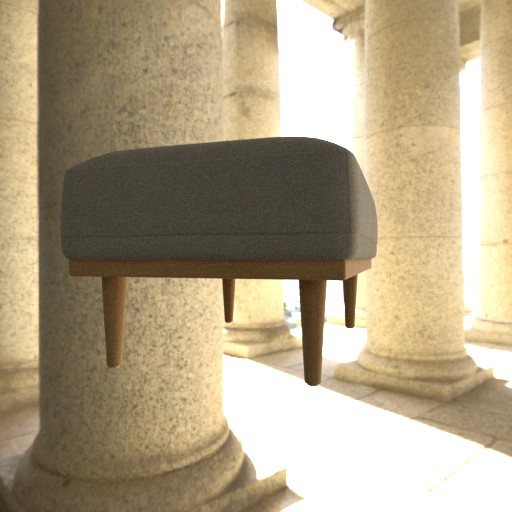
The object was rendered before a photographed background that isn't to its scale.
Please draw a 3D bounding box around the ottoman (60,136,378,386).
[{"bbox_3d":[0.000,0.000,1.080,0.549,0.428,0.749,0,0,18],"label":"ottoman"}]
